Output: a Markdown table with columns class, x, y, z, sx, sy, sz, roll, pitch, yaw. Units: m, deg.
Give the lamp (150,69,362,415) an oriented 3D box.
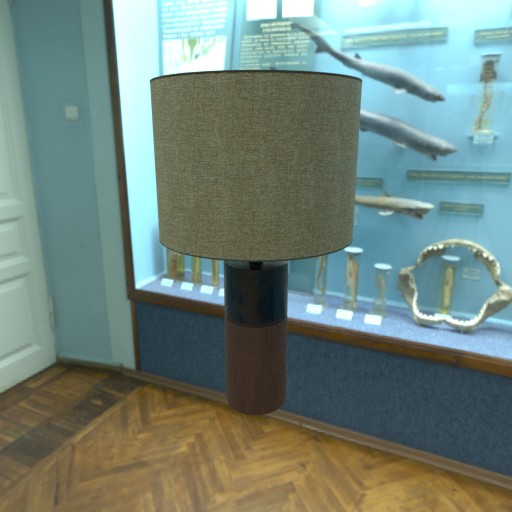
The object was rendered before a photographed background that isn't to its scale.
| class | x | y | z | sx | sy | sz | roll | pitch | yaw |
| --- | --- | --- | --- | --- | --- | --- | --- | --- | --- |
| lamp | 0.000 | 0.000 | 0.479 | 0.202 | 0.350 | 0.202 | 0 | 16 | 0 |
